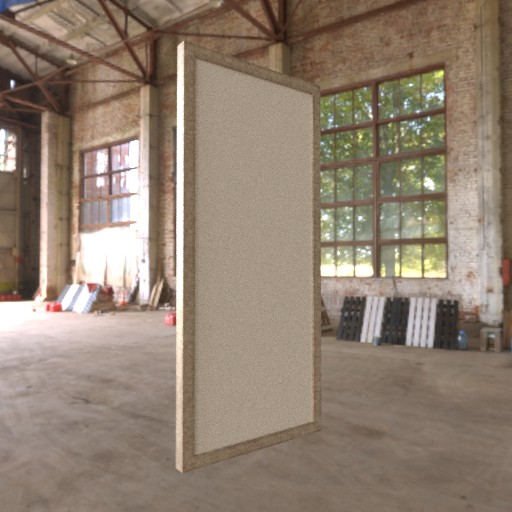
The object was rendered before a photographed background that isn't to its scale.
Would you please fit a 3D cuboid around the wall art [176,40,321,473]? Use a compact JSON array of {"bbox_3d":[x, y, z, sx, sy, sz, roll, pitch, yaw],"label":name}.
[{"bbox_3d":[0.000,0.000,1.706,0.648,1.461,0.051,1,-2,-36],"label":"wall art"}]
